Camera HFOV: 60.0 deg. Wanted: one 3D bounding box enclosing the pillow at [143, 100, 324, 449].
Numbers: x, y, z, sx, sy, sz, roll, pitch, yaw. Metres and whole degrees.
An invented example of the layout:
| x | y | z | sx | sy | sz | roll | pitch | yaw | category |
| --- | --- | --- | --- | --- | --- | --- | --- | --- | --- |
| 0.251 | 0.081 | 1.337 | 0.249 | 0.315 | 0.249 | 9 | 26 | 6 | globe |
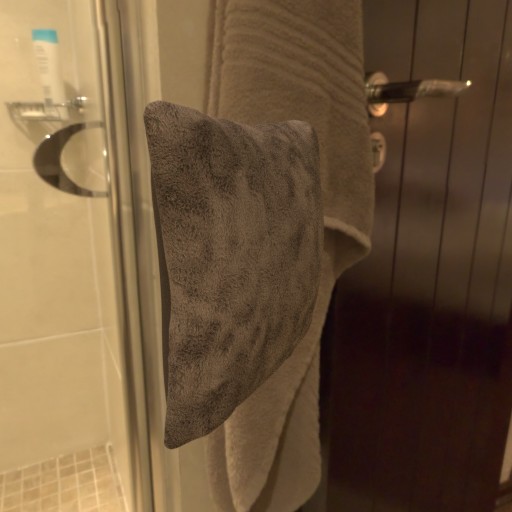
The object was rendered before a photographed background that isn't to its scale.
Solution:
| x | y | z | sx | sy | sz | roll | pitch | yaw | category |
| --- | --- | --- | --- | --- | --- | --- | --- | --- | --- |
| 0.000 | 0.000 | 0.830 | 0.204 | 0.520 | 0.522 | 8 | 17 | 27 | pillow |
